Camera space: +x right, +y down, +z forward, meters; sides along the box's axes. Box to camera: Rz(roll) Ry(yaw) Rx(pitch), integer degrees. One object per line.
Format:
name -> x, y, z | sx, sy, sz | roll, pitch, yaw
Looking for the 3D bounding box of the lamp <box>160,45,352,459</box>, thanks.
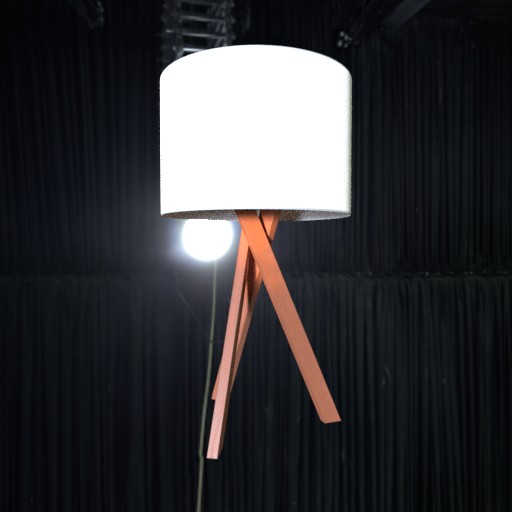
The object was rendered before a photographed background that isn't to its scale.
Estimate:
lamp -> 0.000, 0.000, 0.908 | 0.380, 0.686, 0.380 | 0, 2, -18
